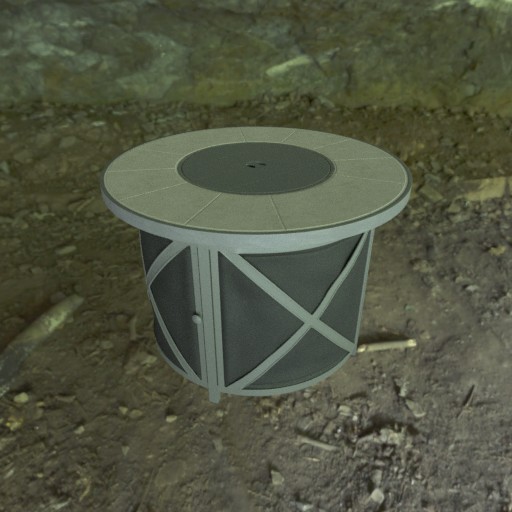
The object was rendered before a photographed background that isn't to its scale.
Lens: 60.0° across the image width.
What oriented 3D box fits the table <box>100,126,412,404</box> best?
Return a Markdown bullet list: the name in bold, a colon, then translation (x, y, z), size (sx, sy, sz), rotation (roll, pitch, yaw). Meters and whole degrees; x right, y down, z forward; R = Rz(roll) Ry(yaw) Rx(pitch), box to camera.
- **table**: translation (0.000, 0.000, 1.520), size (0.914, 0.650, 0.914), rotation (0, 31, 0)
